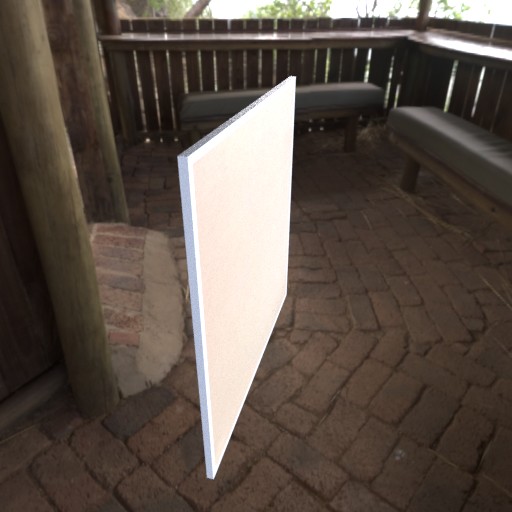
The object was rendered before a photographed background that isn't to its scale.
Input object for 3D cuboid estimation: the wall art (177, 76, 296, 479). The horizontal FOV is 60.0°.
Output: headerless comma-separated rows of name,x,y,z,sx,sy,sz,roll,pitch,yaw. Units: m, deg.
wall art,0.000,0.000,0.838,0.012,0.557,0.557,8,31,14
